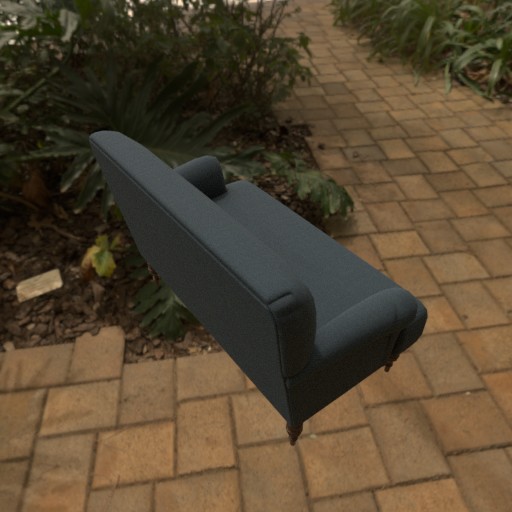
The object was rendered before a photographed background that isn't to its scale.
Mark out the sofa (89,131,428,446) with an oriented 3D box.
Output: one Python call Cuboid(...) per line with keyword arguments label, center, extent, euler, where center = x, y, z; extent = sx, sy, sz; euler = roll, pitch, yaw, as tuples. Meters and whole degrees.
Cuboid(label="sofa", center=(0.000, 0.000, 1.824), extent=(0.779, 0.889, 1.297), euler=(-26, 47, -27))
